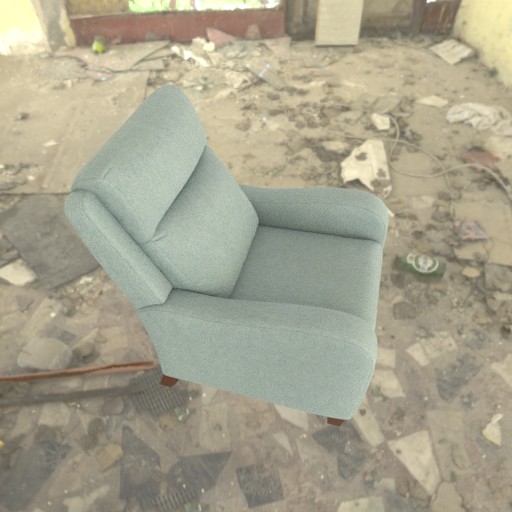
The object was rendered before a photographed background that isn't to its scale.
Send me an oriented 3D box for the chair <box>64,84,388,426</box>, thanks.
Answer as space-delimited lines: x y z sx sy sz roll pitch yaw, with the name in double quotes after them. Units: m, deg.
0.000 0.000 1.730 0.988 1.067 0.785 11 47 10 "chair"
